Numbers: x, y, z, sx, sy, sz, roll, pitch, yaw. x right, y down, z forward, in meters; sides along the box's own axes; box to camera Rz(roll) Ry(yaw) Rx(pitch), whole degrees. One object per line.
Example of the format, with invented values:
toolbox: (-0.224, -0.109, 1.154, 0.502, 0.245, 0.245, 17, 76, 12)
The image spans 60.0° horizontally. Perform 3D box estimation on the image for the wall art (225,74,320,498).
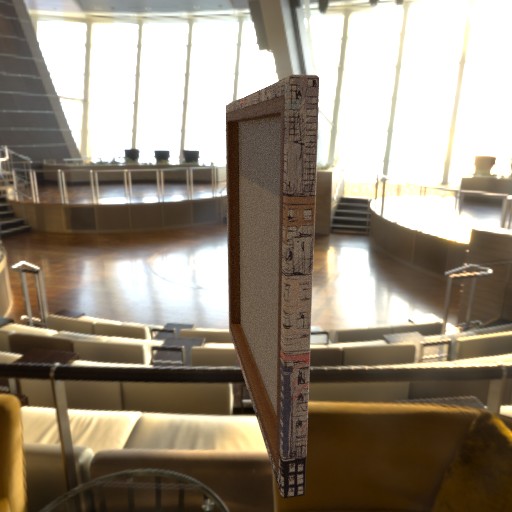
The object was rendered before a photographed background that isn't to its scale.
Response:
wall art: (0.000, 0.000, 0.888, 0.038, 0.608, 0.607, -3, 16, -11)
